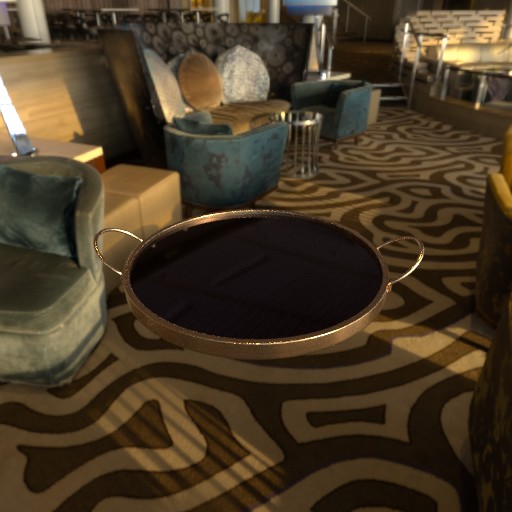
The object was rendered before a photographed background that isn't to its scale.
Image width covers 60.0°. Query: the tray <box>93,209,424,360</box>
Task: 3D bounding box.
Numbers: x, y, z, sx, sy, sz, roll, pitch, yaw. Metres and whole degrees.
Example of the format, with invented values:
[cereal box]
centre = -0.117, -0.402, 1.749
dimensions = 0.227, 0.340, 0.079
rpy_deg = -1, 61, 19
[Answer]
[tray]
centre = 0.000, 0.000, 0.751
dimensions = 0.543, 0.069, 0.438
rpy_deg = 2, 29, 3
